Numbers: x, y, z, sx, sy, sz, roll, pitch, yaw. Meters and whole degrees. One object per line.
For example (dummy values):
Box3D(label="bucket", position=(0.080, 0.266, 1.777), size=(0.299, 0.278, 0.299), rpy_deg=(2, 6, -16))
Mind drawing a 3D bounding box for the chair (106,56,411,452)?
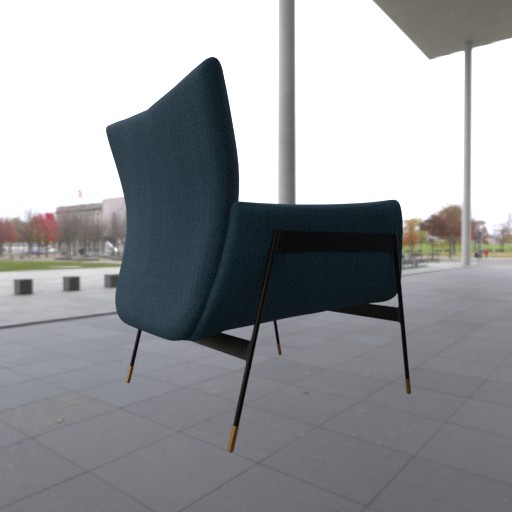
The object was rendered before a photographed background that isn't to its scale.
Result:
Box3D(label="chair", position=(0.000, 0.000, 1.413), size=(0.769, 0.859, 0.678), rpy_deg=(-1, 1, -37))
